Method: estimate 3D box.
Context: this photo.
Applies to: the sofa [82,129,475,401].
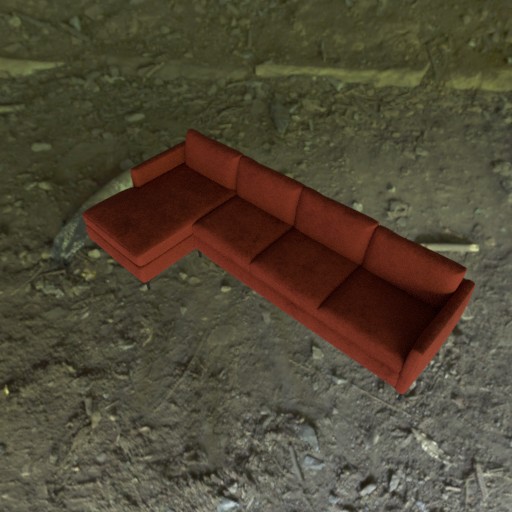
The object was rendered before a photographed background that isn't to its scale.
[{"bbox_3d":[0.000,0.000,2.956,2.467,0.663,1.136,33,54,28],"label":"sofa"}]
